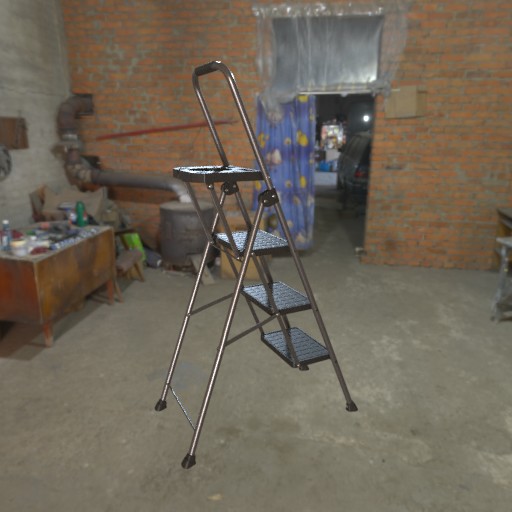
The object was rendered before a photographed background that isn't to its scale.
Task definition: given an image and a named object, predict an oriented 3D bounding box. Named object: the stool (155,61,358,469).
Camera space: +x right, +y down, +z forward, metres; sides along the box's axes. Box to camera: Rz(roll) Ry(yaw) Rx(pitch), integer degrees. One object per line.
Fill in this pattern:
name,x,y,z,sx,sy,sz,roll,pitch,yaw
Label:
stool,0.000,0.000,1.618,0.733,1.277,0.396,-8,17,-26
